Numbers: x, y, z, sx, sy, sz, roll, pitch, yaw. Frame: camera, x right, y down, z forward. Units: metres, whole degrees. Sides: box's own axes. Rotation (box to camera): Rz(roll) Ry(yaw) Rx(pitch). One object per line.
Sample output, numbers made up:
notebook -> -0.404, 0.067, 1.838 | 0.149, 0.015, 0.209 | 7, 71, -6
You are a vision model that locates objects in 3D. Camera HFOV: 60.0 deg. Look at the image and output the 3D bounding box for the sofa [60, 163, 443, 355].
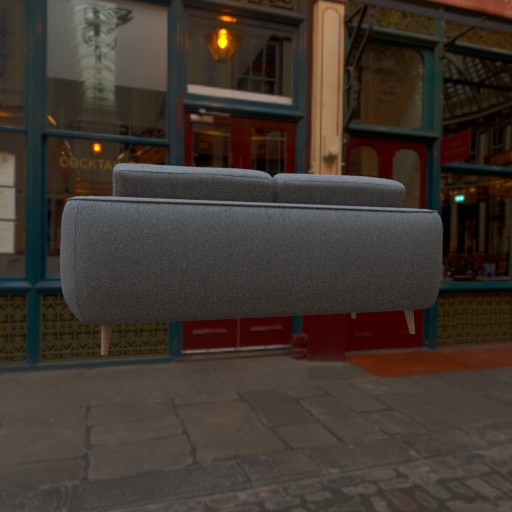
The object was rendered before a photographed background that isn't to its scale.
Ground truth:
sofa -> 0.000, 0.000, 2.515 | 2.000, 0.870, 0.920 | 0, 0, -19
